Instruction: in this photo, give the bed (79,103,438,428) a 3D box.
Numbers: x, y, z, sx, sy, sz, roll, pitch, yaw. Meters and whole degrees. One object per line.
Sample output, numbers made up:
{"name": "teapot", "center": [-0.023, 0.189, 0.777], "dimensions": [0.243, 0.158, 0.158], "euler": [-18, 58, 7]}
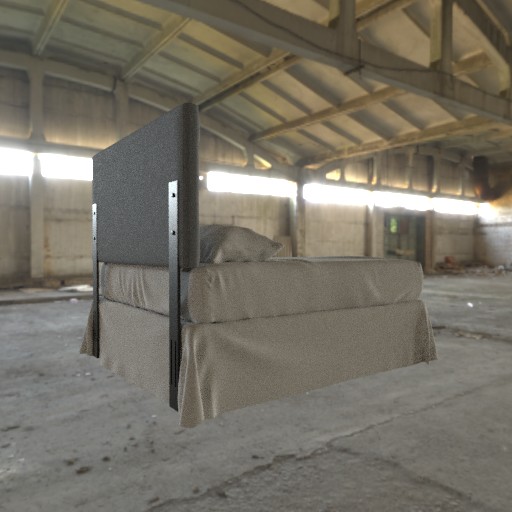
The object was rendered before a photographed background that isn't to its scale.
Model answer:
{"name": "bed", "center": [0.000, 0.000, 3.463], "dimensions": [2.222, 1.577, 1.936], "euler": [-1, 1, -36]}
